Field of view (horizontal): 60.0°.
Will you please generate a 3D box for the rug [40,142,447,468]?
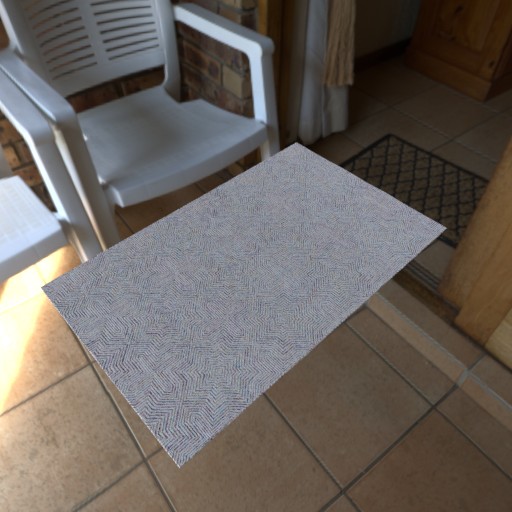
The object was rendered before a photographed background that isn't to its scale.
[{"bbox_3d":[0.000,0.000,3.066,2.428,0.007,1.519,-35,56,-27],"label":"rug"}]
